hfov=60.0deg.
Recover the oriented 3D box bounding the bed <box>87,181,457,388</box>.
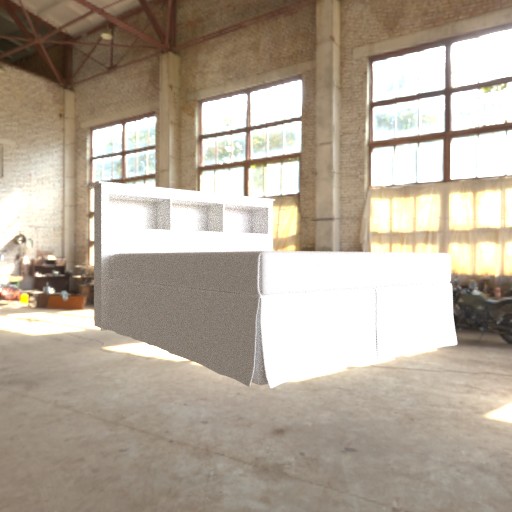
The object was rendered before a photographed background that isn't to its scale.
[{"bbox_3d":[0.000,0.000,3.106,1.671,1.092,2.133,0,0,-38],"label":"bed"}]
